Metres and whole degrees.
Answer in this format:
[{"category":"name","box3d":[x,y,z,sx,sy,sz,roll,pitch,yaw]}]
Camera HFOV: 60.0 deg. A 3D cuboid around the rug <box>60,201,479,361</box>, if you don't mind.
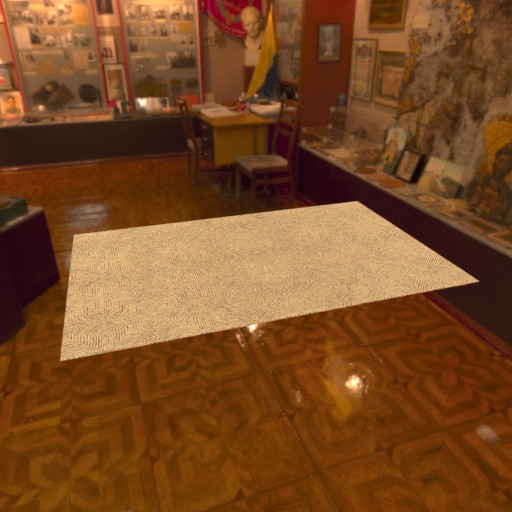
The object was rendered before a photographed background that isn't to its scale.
[{"category":"rug","box3d":[0.000,0.000,3.063,2.428,0.007,1.519,-8,28,-16]}]
